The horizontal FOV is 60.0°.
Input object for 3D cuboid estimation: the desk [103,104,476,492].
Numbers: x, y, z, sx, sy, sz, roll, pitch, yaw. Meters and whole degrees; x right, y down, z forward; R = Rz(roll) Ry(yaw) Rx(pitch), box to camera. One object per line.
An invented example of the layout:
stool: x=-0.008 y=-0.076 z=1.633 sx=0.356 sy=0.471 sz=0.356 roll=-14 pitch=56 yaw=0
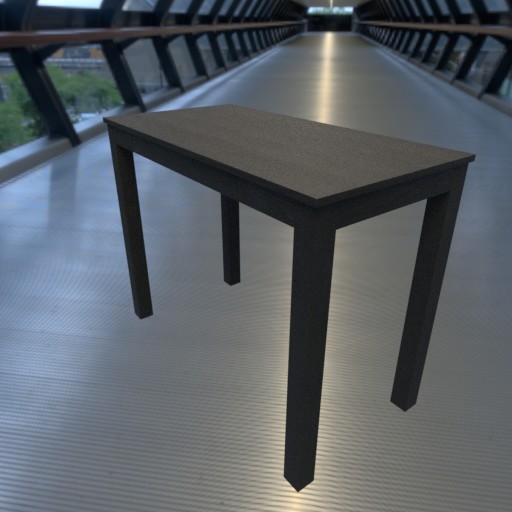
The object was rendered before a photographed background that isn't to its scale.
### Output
desk: x=0.000 y=0.000 z=1.392 sx=0.499 sy=0.762 sz=0.991 roll=-19 pitch=32 yaw=-33
